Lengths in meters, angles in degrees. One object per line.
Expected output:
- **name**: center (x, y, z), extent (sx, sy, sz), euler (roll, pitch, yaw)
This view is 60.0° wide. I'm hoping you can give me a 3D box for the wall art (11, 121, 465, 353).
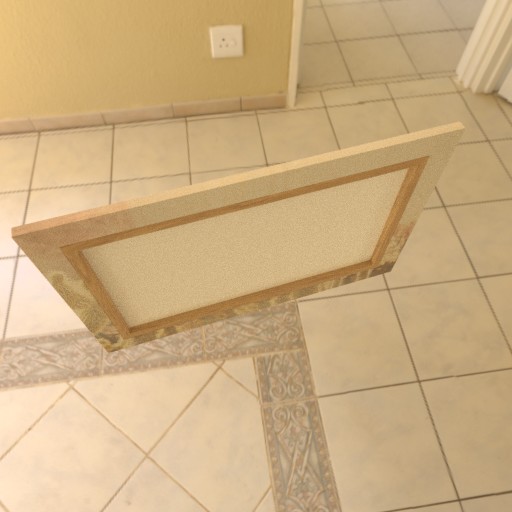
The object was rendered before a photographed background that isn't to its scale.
- **wall art**: center (0.000, 0.000, 1.865), extent (1.525, 1.012, 0.038), euler (-15, 60, -9)
